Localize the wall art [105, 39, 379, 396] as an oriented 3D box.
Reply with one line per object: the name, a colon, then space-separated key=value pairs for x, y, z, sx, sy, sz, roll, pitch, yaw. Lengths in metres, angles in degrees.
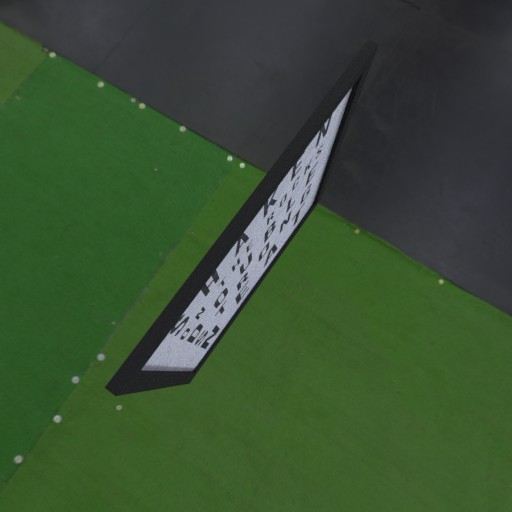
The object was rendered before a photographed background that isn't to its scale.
wall art: x=0.000 y=0.000 z=0.667 sx=0.013 sy=0.458 sz=0.456 roll=34 pitch=78 yaw=8
